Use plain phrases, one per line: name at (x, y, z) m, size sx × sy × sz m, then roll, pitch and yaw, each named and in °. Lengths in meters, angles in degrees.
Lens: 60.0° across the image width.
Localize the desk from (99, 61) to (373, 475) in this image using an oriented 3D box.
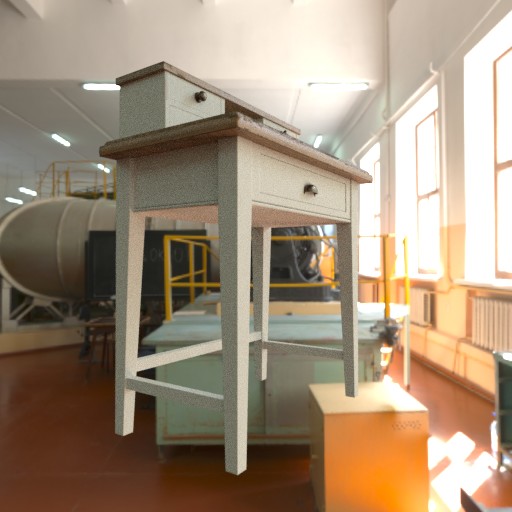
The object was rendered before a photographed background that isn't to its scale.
desk at (0.000, 0.000, 1.390) m, size 0.462 × 0.981 × 0.814 m, roll 0°, pitch -1°, yaw 35°
